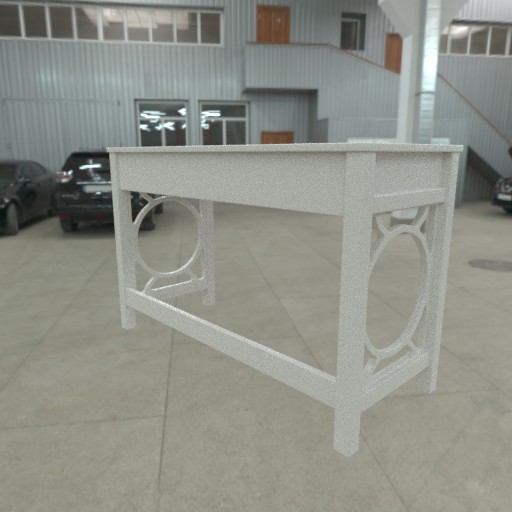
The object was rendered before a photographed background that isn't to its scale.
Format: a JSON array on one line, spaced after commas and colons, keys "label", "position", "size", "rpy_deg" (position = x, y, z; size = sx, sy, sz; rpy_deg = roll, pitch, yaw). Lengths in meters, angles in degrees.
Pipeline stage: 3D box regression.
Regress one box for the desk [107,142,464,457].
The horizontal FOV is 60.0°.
[{"label": "desk", "position": [0.000, 0.000, 1.592], "size": [0.504, 0.762, 1.191], "rpy_deg": [-12, 18, -42]}]
